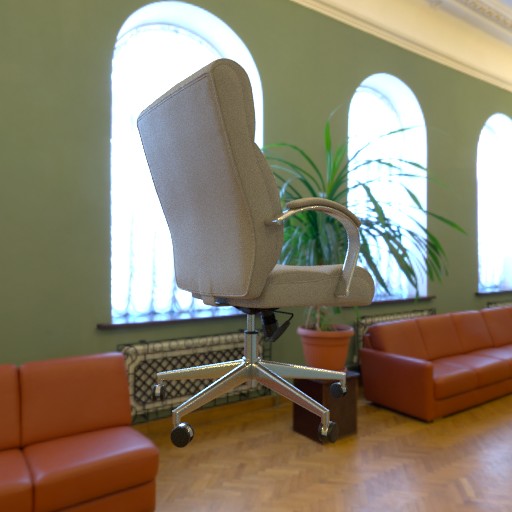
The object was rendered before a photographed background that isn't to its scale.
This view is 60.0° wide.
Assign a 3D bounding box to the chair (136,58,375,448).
[{"bbox_3d":[0.000,0.000,1.571,0.745,1.099,0.727,0,0,-36],"label":"chair"}]
